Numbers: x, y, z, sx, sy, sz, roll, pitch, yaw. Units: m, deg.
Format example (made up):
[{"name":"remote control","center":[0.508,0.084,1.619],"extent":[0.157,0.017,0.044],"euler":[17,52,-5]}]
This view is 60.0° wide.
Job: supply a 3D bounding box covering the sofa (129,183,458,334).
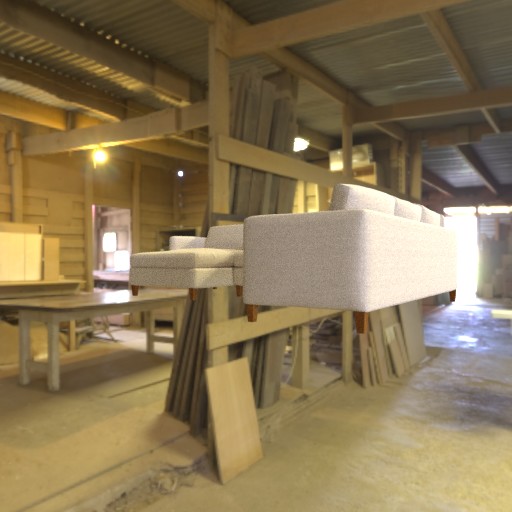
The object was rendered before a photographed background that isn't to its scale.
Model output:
[{"name":"sofa","center":[0.000,0.000,4.656],"extent":[3.460,0.961,2.594],"euler":[0,0,36]}]
